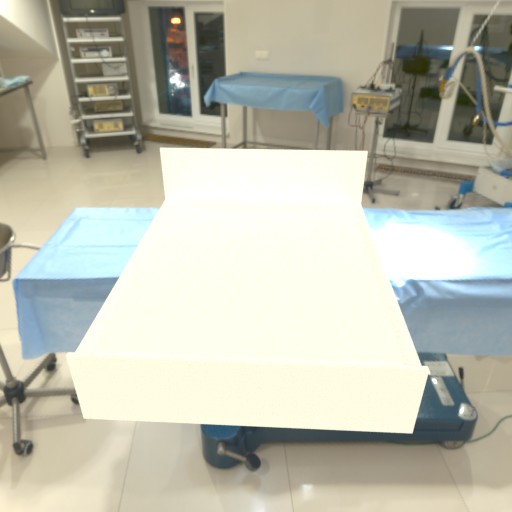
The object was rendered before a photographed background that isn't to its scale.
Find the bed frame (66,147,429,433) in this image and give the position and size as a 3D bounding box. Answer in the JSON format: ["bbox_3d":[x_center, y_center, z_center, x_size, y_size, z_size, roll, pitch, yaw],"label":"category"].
[{"bbox_3d":[0.000,0.000,2.828,1.622,0.800,1.960,2,30,3],"label":"bed frame"}]
